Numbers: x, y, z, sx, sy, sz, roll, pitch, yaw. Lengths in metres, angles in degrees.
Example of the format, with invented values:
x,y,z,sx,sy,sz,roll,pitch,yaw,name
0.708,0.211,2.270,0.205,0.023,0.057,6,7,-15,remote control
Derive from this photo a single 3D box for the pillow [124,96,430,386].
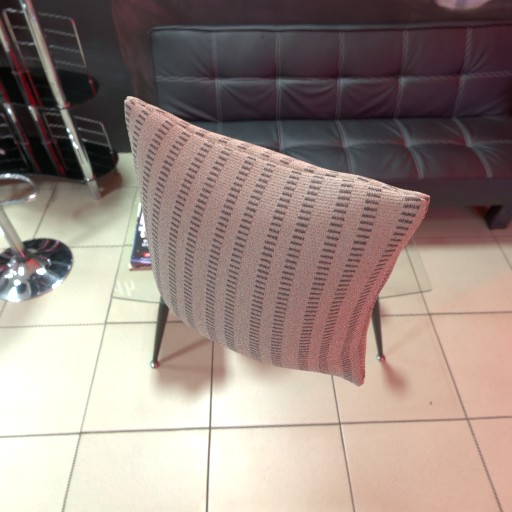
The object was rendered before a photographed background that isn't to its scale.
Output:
x,y,z,sx,sy,sz,roll,pitch,yaw,name
0.000,0.000,0.698,0.438,0.419,0.247,24,52,20,pillow
